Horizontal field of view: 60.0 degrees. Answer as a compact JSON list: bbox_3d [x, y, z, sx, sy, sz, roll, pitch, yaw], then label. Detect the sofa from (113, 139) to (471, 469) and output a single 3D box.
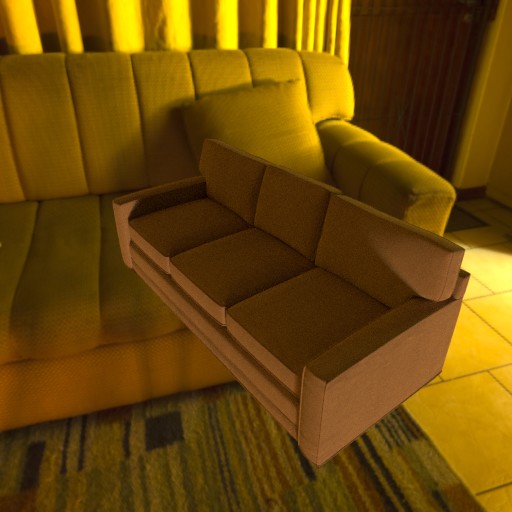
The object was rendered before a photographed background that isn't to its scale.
[{"bbox_3d":[0.000,0.000,2.638,0.936,0.862,2.093,-22,37,-31],"label":"sofa"}]
